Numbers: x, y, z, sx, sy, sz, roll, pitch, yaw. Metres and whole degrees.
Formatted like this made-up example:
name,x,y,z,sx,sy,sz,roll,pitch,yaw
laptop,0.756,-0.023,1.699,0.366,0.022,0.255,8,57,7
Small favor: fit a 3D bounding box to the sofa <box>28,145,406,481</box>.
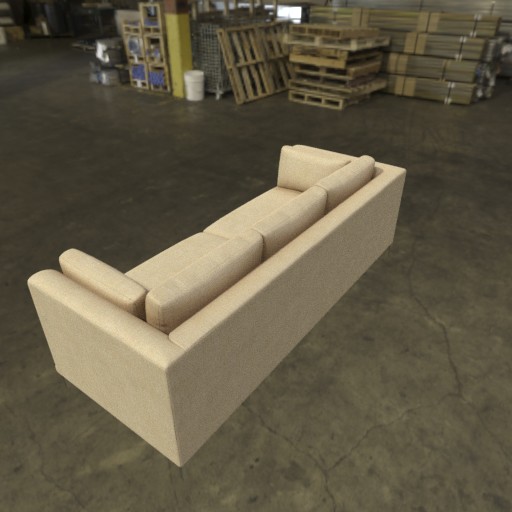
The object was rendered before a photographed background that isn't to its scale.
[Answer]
name,x,y,z,sx,sy,sz,roll,pitch,yaw
sofa,0.000,0.000,2.841,0.969,0.867,2.415,22,39,30
